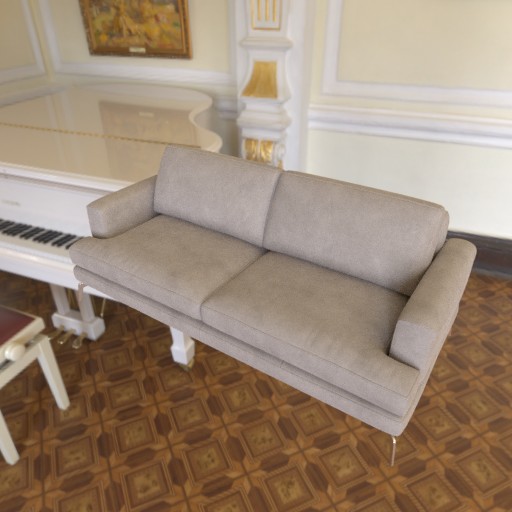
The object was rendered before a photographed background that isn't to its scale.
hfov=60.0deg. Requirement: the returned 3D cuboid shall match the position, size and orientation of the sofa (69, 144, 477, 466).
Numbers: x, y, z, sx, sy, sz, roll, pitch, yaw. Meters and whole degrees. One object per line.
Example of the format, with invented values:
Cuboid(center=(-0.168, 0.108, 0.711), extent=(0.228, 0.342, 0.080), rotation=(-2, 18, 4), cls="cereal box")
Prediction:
Cuboid(center=(0.000, 0.000, 2.397), extent=(2.013, 0.830, 0.980), rotation=(19, 36, 29), cls="sofa")
